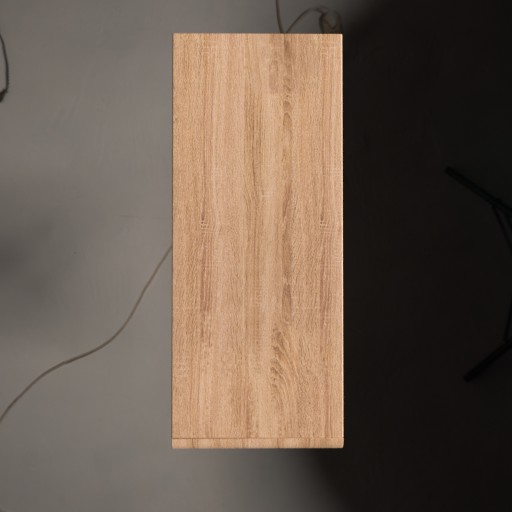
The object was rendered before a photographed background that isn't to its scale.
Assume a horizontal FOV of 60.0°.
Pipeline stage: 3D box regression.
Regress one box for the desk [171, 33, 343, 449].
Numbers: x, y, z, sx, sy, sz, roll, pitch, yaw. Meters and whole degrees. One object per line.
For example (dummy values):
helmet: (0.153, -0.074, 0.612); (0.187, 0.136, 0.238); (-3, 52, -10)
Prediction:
desk: (0.000, 0.000, 1.669); (0.500, 0.750, 1.300); (0, 89, -1)
